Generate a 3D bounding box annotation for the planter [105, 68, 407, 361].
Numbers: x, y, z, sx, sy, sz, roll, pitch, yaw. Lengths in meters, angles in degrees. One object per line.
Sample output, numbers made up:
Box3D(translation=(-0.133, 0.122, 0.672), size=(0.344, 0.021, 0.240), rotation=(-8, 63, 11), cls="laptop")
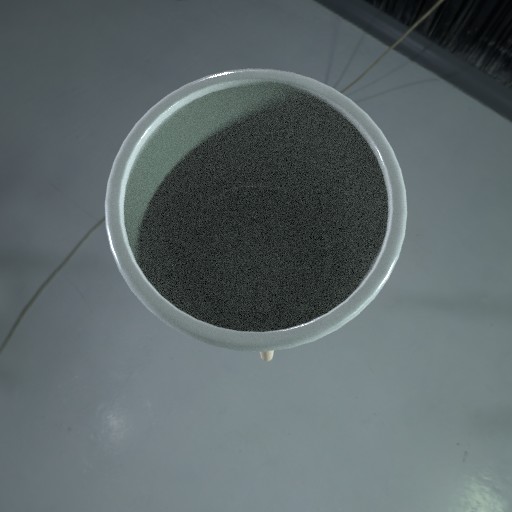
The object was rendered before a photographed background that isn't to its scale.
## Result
Box3D(translation=(0.000, 0.000, 0.580), size=(0.265, 0.404, 0.265), rotation=(33, 77, 8), cls="planter")
